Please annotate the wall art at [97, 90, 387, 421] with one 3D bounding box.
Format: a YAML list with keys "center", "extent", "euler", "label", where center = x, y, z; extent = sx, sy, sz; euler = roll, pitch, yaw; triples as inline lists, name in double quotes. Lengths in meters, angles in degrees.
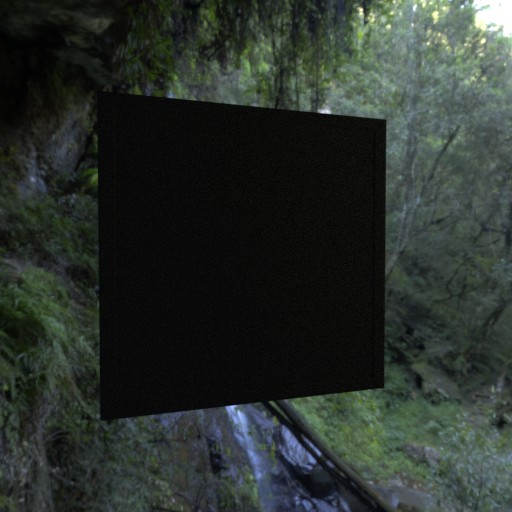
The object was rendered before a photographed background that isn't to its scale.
- center: [0.000, 0.000, 0.840]
  extent: [0.562, 0.558, 0.012]
  euler: [-1, 2, -18]
  label: "wall art"
